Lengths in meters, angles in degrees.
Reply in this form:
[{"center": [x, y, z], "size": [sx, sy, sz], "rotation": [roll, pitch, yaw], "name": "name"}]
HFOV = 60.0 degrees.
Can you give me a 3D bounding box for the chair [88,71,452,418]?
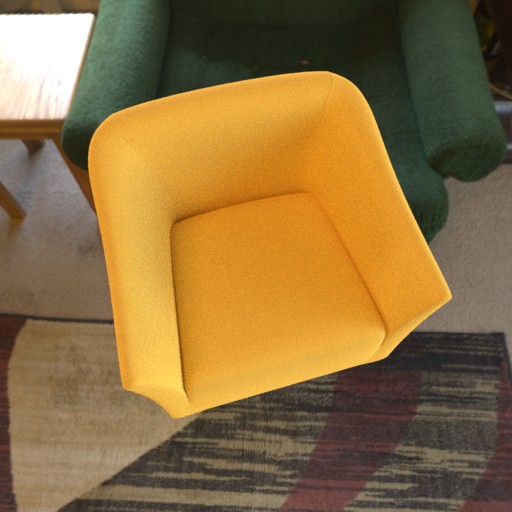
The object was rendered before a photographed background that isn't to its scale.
[{"center": [0.000, 0.000, 1.340], "size": [0.790, 0.720, 0.700], "rotation": [-14, 63, -7], "name": "chair"}]
